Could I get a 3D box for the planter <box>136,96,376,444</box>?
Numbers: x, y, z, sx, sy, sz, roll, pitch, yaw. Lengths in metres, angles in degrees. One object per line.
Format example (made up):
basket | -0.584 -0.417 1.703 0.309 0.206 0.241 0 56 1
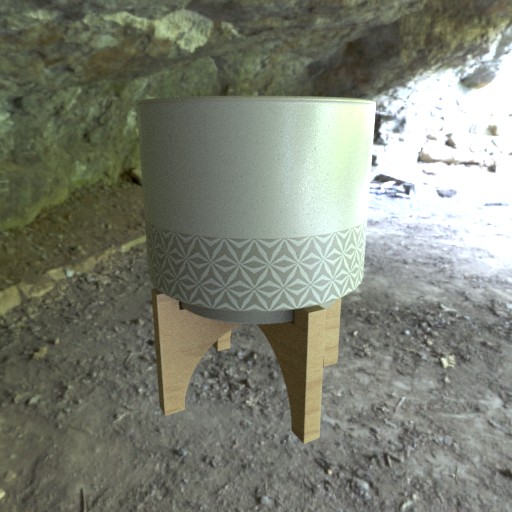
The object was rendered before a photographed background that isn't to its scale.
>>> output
planter | 0.000 0.000 0.397 0.188 0.260 0.188 0 17 0
